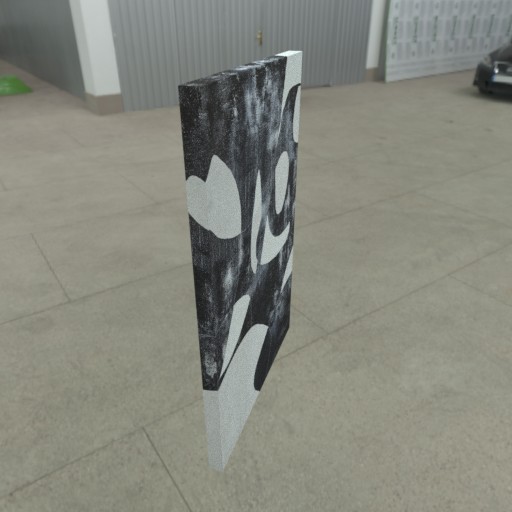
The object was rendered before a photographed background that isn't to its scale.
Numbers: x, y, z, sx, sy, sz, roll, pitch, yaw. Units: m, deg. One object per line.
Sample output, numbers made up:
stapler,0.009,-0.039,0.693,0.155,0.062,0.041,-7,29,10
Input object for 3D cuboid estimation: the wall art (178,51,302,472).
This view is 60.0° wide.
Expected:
wall art,0.000,0.000,1.142,0.041,0.915,0.610,10,31,17
